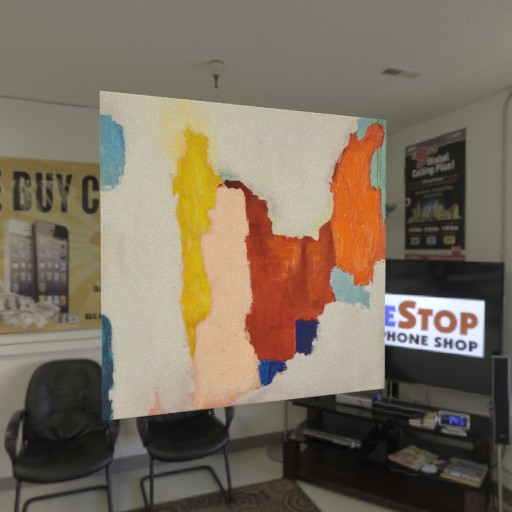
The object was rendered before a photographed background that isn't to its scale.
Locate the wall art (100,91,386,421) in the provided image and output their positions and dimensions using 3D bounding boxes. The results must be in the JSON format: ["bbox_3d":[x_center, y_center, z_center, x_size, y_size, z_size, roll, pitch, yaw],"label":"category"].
[{"bbox_3d":[0.000,0.000,1.234,0.814,0.814,0.037,0,1,-18],"label":"wall art"}]
